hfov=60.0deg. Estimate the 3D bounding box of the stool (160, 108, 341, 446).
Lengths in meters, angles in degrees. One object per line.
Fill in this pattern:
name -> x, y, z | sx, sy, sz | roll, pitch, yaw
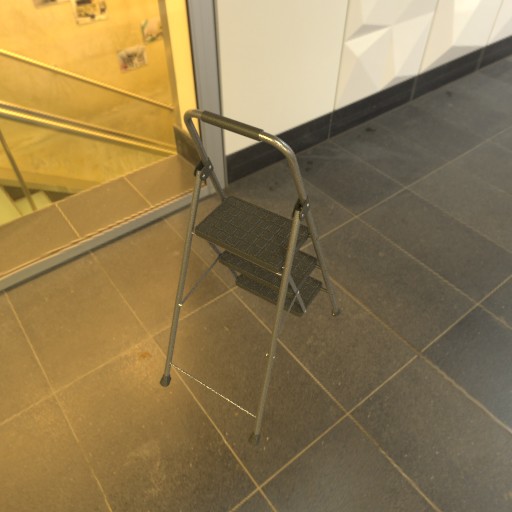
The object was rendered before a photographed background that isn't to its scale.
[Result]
stool -> 0.000, 0.000, 1.515 | 0.473, 1.121, 0.733 | 25, 51, 22
